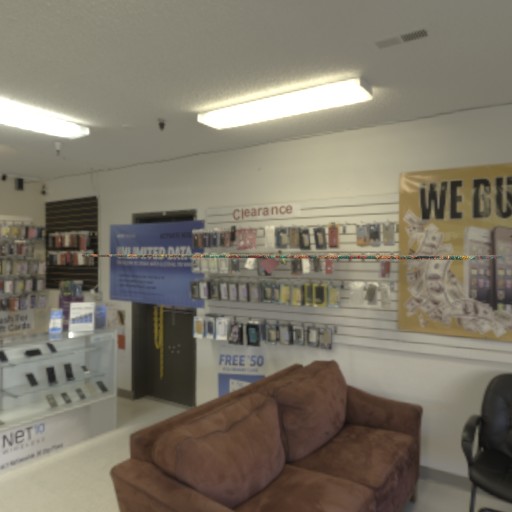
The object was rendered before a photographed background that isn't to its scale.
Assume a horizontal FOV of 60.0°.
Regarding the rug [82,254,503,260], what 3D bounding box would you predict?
[{"bbox_3d":[0.000,0.000,2.415,2.286,0.013,0.686,0,1,37],"label":"rug"}]
